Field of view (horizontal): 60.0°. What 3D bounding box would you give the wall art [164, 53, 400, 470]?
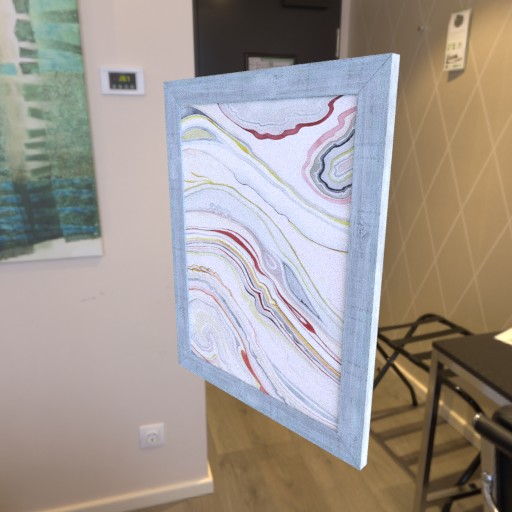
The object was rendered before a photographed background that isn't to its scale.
[{"bbox_3d":[0.000,0.000,0.791,0.481,0.613,0.020,15,22,42],"label":"wall art"}]
